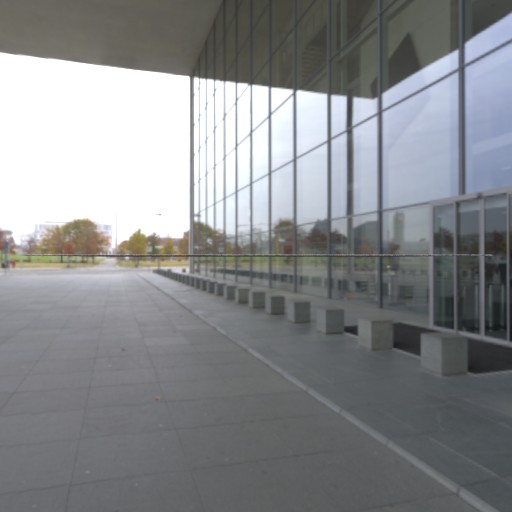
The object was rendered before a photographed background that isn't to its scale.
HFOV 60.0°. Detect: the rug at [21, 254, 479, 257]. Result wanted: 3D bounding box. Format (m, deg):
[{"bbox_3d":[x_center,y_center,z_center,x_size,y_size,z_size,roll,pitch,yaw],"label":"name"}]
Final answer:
[{"bbox_3d":[0.000,0.000,3.044,2.439,0.005,1.524,0,0,-3],"label":"rug"}]
